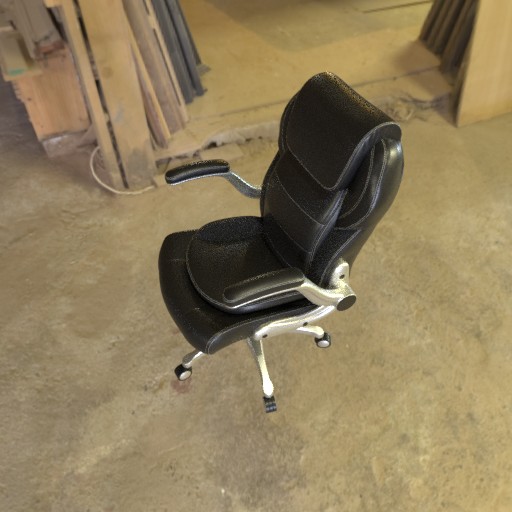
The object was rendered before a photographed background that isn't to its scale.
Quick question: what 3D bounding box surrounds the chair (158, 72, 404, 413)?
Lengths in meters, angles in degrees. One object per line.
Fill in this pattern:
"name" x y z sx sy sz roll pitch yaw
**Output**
"chair" 0.000 0.000 1.680 0.801 1.141 0.724 -17 48 -16
